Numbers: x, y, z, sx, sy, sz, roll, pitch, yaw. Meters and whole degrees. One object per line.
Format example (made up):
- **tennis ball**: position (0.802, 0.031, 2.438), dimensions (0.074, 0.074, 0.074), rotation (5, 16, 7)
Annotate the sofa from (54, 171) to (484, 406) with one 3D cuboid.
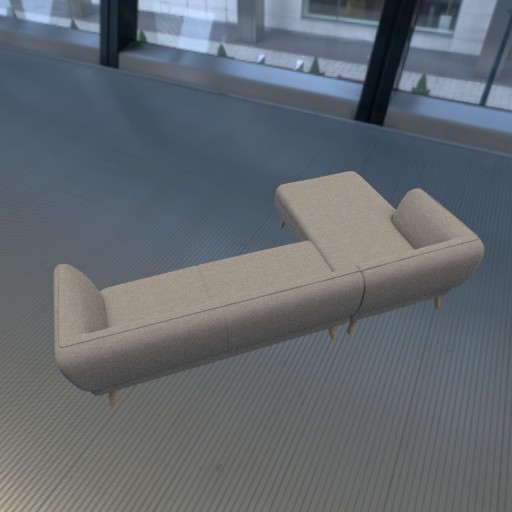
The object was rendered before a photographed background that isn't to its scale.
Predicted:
- **sofa**: position (0.000, 0.000, 3.253), dimensions (2.653, 0.693, 1.532), rotation (-13, 43, -14)
